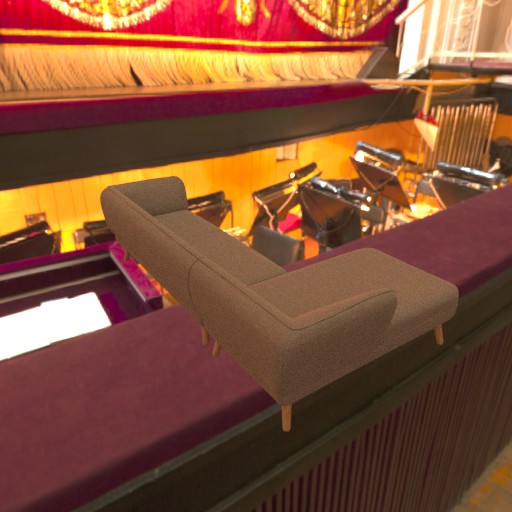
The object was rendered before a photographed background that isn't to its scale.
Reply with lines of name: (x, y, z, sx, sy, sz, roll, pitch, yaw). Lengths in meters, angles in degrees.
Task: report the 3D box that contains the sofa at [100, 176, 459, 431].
sofa: (0.000, 0.000, 3.379, 1.532, 0.693, 2.653, -17, 30, -31)
